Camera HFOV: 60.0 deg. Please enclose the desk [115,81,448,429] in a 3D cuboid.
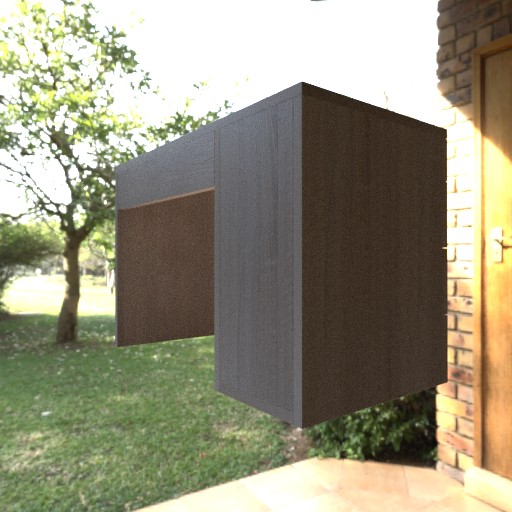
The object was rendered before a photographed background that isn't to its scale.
[{"bbox_3d":[0.000,0.000,1.548,0.600,0.731,1.100,0,0,-37],"label":"desk"}]
